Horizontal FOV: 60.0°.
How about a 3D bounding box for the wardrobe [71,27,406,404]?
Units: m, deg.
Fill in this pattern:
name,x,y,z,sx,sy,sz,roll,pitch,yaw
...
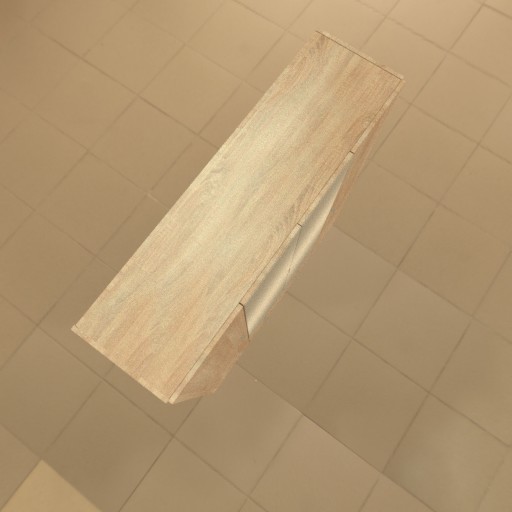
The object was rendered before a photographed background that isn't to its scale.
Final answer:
name,x,y,z,sx,sy,sz,roll,pitch,yaw
wardrobe,0.000,0.000,3.179,0.598,2.159,1.998,34,77,9
